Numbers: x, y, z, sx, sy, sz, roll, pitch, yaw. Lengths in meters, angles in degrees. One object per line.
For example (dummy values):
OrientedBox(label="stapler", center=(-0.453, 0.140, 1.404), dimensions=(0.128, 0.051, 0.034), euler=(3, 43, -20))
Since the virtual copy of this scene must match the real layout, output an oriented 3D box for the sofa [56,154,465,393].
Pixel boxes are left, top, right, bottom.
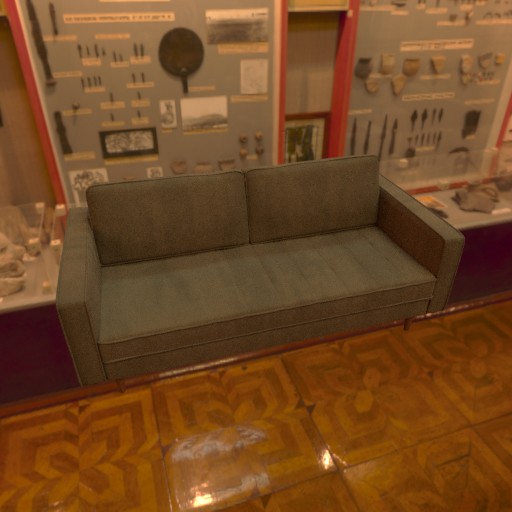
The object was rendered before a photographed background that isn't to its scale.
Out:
OrientedBox(label="sofa", center=(0.000, 0.000, 2.414), dimensions=(1.920, 0.825, 0.924), euler=(-9, 33, -14))
